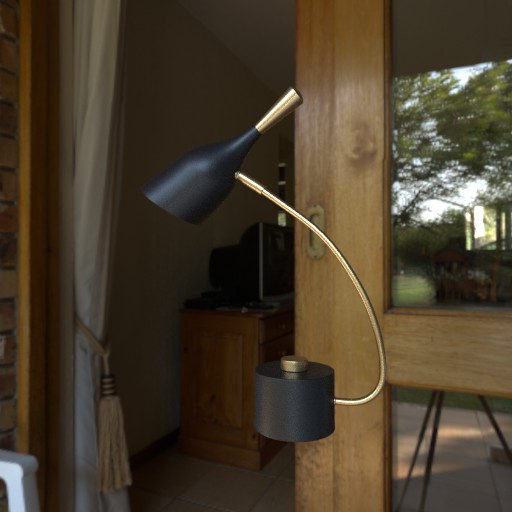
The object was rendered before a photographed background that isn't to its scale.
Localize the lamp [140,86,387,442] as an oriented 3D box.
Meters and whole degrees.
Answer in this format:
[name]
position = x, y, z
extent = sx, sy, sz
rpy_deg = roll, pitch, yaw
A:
[lamp]
position = 0.000, 0.000, 0.624
extent = 0.352, 0.464, 0.110
rpy_deg = 0, 0, 18
